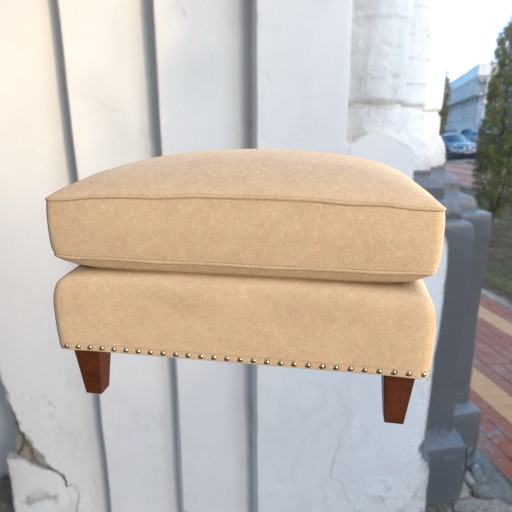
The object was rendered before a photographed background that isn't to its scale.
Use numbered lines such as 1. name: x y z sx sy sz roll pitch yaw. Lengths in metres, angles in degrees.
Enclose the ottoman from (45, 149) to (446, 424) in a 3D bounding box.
1. ottoman: 0.000 0.000 1.095 0.741 0.513 0.584 3 16 9
